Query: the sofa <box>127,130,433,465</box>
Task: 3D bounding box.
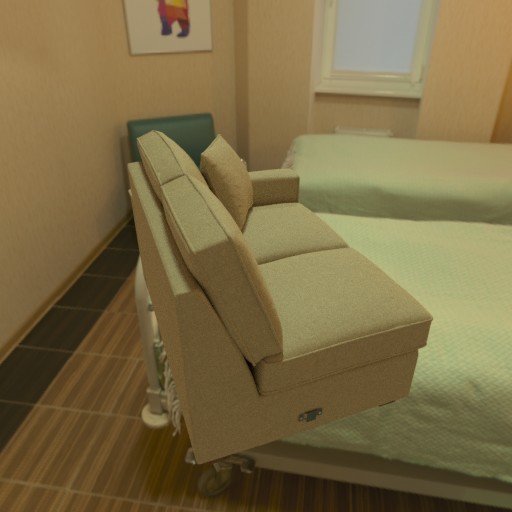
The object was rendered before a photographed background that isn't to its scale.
[{"bbox_3d":[0.000,0.000,2.099,0.991,0.989,1.388,-11,32,-17],"label":"sofa"}]
